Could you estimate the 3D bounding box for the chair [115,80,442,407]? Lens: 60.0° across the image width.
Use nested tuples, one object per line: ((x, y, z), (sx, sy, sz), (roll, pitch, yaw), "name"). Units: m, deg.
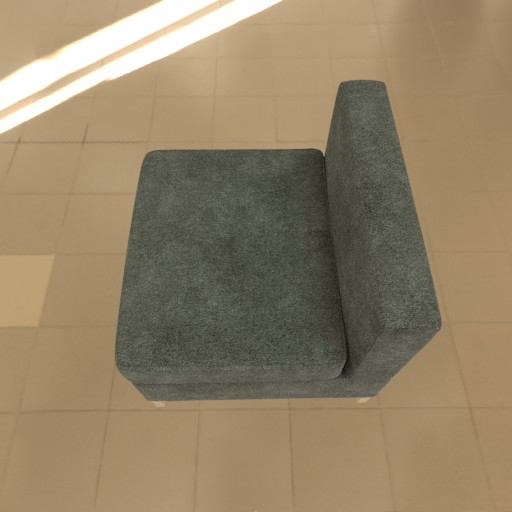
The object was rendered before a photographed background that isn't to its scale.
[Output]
((0.000, 0.000, 1.215), (0.680, 0.660, 0.680), (-1, 60, -1), "chair")
